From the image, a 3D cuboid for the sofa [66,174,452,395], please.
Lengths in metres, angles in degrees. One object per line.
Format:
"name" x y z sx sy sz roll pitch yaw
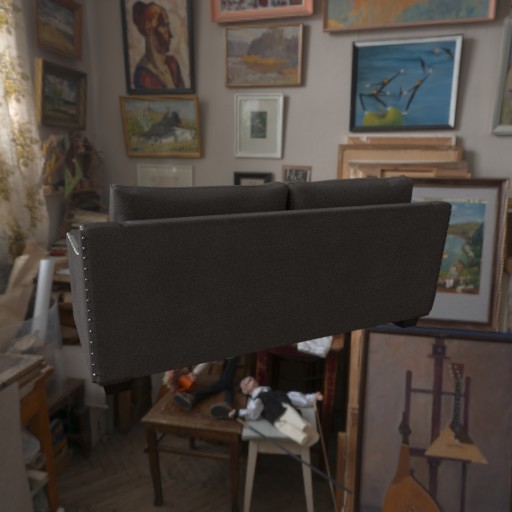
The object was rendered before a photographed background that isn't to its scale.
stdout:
"sofa" 0.000 0.000 3.346 2.550 1.196 1.336 -6 14 -26
